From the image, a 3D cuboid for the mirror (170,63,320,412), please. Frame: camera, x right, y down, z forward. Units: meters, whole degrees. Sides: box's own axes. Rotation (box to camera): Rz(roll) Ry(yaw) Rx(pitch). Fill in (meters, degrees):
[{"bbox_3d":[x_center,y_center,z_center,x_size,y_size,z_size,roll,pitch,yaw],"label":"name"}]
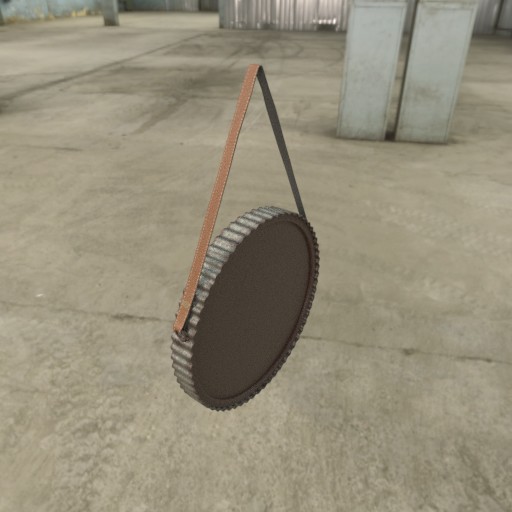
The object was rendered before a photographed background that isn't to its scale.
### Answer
[{"bbox_3d":[0.000,0.000,0.709,0.042,0.568,0.355,21,36,32],"label":"mirror"}]
